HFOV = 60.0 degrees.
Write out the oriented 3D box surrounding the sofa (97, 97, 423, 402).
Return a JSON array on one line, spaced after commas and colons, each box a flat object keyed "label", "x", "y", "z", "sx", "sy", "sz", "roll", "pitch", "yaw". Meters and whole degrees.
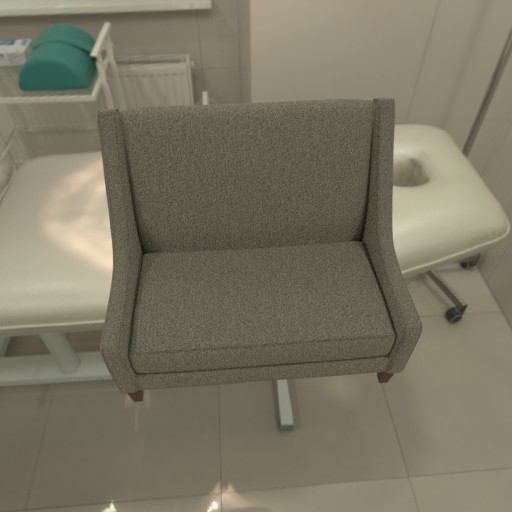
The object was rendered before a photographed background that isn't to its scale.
[{"label": "sofa", "x": 0.000, "y": 0.000, "z": 1.920, "sx": 1.242, "sy": 1.026, "sz": 0.862, "roll": -3, "pitch": 47, "yaw": -3}]
